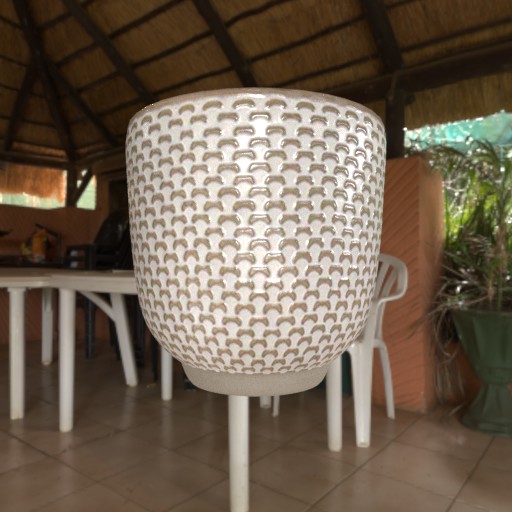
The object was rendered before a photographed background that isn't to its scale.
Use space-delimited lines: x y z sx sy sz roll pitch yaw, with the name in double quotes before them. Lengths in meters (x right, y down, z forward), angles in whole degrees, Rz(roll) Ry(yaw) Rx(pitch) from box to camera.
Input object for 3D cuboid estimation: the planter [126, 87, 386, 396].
"planter" 0.000 0.000 0.348 0.197 0.191 0.197 0 -1 0
